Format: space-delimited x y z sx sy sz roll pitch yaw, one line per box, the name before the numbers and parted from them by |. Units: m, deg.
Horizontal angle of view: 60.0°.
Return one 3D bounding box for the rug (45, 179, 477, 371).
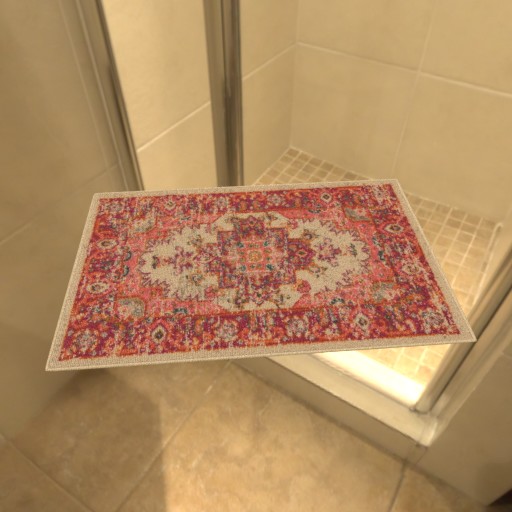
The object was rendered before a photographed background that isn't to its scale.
rug | 0.000 0.000 1.075 0.868 0.004 0.556 -3 46 -3
